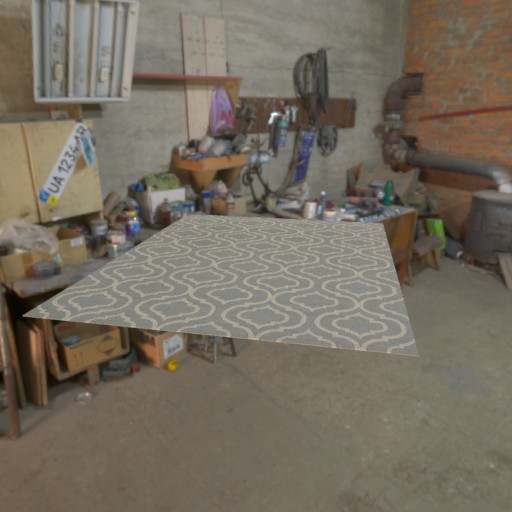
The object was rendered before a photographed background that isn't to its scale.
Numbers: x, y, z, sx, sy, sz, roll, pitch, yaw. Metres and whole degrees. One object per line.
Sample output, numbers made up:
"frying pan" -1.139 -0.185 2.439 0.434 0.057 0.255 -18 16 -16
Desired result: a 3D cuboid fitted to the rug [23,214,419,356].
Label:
"rug" 0.000 0.000 3.809 2.283 0.006 2.892 4 18 11
